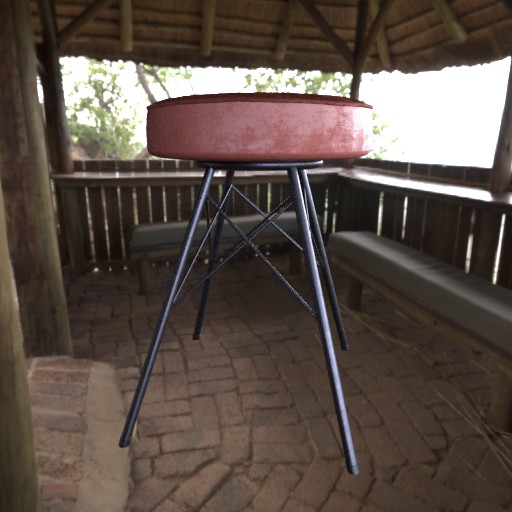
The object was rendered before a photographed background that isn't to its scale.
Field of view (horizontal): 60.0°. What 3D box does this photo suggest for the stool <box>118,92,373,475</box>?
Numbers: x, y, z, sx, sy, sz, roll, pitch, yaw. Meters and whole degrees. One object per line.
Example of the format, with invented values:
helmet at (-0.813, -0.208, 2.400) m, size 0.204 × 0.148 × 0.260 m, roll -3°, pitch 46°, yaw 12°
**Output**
stool at (0.000, 0.000, 0.886) m, size 0.421 × 0.593 × 0.457 m, roll 2°, pitch 15°, yaw 9°
